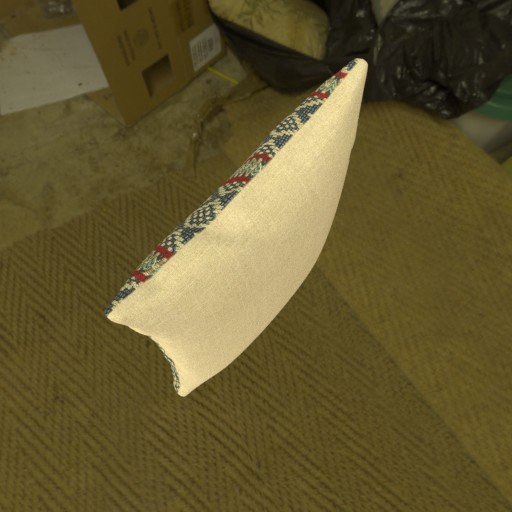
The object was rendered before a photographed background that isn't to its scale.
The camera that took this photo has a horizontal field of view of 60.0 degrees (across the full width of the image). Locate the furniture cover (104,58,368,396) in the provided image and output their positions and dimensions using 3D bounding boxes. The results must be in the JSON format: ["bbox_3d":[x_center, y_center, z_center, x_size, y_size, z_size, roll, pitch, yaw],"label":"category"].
[{"bbox_3d":[0.000,0.000,0.665,0.139,0.431,0.431,36,69,16],"label":"furniture cover"}]
